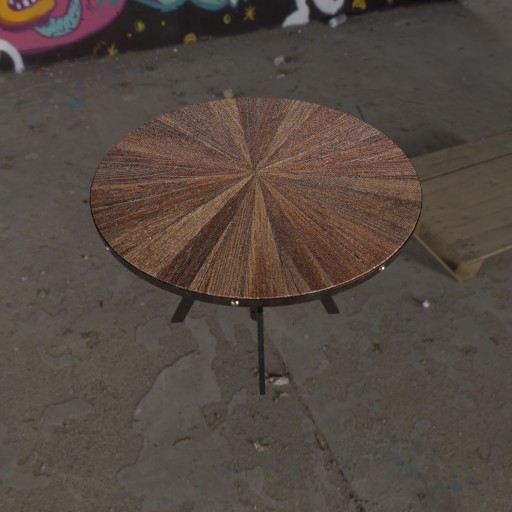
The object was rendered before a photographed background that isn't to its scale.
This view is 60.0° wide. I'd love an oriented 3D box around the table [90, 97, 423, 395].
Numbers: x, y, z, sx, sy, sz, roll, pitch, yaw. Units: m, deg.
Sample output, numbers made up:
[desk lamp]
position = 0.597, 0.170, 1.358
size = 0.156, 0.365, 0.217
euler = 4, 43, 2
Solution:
[table]
position = 0.000, 0.000, 1.450
size = 0.885, 0.658, 0.885
euler = 0, 46, 0
